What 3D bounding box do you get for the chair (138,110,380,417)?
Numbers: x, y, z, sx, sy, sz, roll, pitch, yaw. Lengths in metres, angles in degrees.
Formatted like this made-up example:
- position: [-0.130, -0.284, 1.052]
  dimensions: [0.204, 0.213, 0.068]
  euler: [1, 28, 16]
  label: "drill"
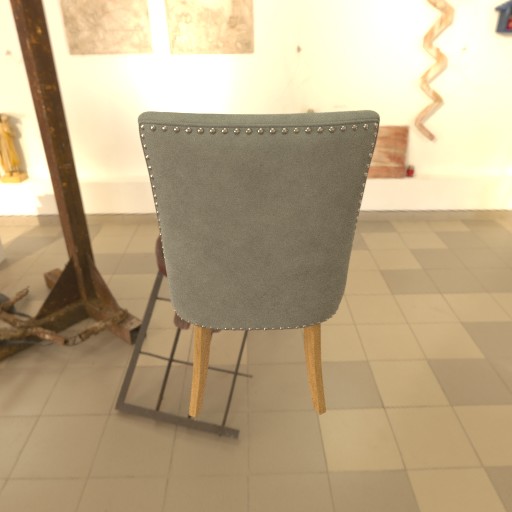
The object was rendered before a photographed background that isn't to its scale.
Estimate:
- position: [0.000, 0.000, 1.283]
  dimensions: [0.495, 0.902, 0.610]
  euler: [-1, 29, -1]
  label: "chair"
